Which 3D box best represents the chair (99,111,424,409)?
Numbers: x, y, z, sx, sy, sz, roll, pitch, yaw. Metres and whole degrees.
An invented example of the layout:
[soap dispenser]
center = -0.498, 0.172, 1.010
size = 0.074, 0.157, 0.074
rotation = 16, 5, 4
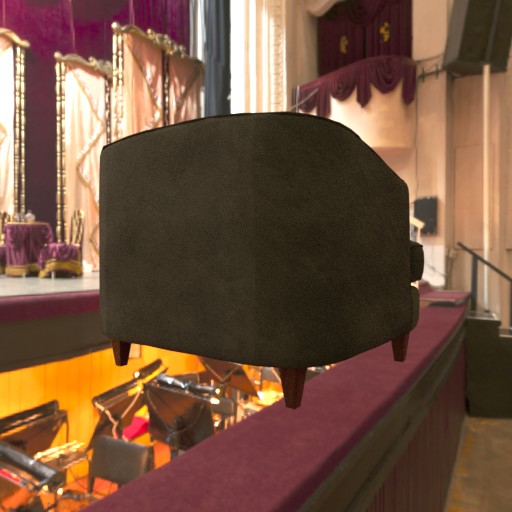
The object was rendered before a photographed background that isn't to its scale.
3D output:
[chair]
center = 0.000, 0.000, 1.782
size = 1.104, 0.852, 0.941
rotation = 1, 1, 36
